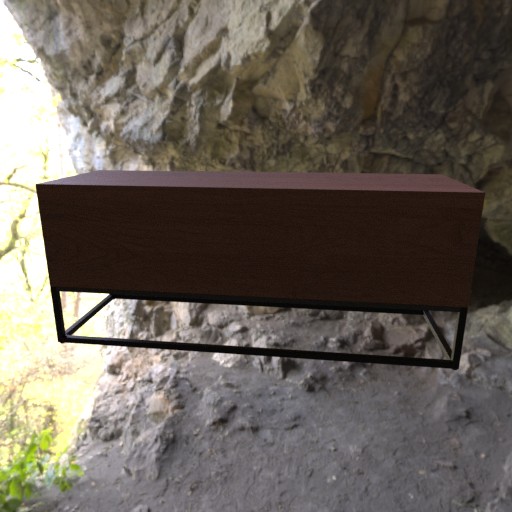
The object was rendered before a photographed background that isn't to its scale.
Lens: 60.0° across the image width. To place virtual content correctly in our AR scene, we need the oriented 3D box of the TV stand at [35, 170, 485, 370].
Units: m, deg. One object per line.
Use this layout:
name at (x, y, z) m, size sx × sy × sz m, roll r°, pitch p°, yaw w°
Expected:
TV stand at (0.000, 0.000, 1.440) m, size 1.200 × 0.500 × 0.415 m, roll 2°, pitch 17°, yaw 7°
